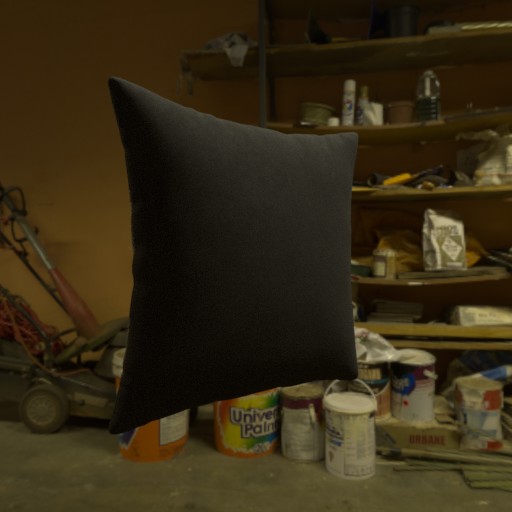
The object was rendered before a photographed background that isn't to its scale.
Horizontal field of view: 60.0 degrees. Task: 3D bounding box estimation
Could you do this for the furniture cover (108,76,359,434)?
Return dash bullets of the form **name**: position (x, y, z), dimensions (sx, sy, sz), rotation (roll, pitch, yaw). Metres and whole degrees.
- **furniture cover**: position (0.000, 0.000, 0.772), dimensions (0.511, 0.509, 0.161), rotation (0, 0, -35)
